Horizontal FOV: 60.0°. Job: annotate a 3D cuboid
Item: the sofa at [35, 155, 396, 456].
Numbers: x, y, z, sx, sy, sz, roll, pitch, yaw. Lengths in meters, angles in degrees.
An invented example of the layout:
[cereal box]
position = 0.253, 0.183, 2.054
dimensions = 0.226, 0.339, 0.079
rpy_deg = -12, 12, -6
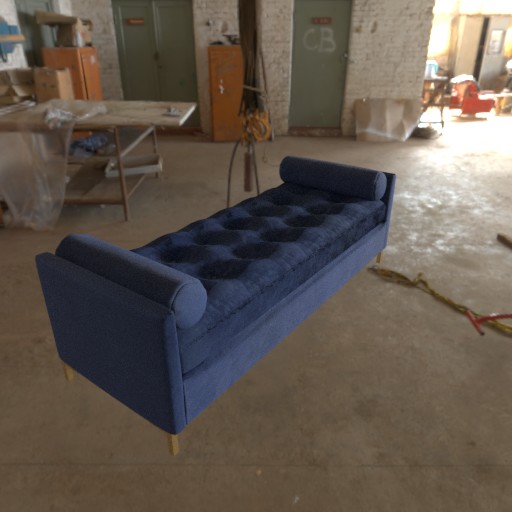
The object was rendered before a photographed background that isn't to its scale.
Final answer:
[sofa]
position = 0.000, 0.000, 2.506
dimensions = 0.796, 0.705, 2.102
rpy_deg = 18, 32, 32
